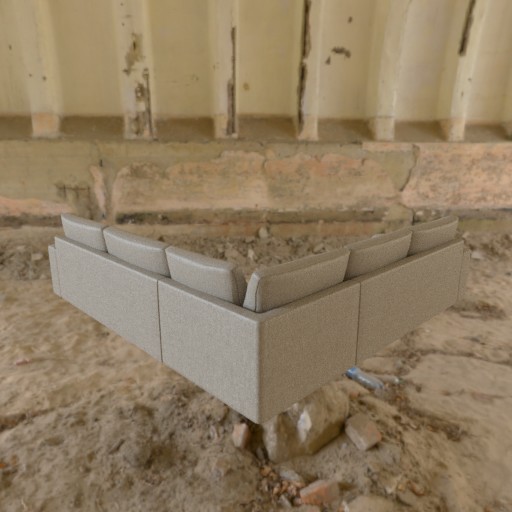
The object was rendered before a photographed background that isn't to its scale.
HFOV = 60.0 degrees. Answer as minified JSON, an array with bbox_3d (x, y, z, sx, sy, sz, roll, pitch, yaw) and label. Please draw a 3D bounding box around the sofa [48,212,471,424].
[{"bbox_3d":[0.000,0.000,3.981,2.622,0.800,2.742,-15,21,-42],"label":"sofa"}]
